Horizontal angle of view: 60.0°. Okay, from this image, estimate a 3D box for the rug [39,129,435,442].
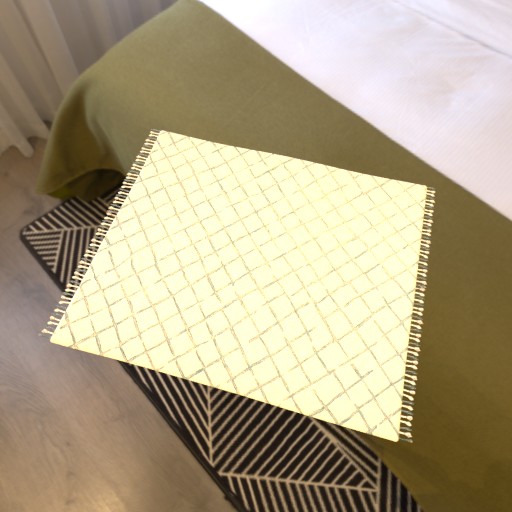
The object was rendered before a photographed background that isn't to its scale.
[{"bbox_3d":[0.000,0.000,4.726,3.585,0.036,2.892,14,61,8],"label":"rug"}]
